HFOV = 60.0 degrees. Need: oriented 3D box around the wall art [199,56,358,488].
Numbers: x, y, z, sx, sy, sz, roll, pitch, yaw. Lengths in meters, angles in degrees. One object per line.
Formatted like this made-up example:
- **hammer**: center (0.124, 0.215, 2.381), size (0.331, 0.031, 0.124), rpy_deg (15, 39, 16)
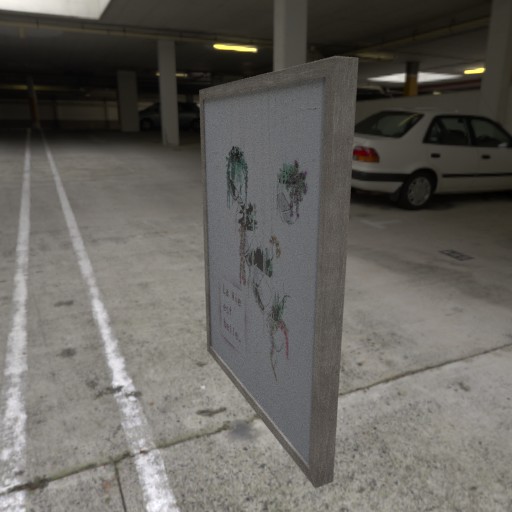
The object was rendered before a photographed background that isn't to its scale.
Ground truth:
- **wall art**: center (0.000, 0.000, 0.698), size (0.032, 0.521, 0.421), rpy_deg (-7, 17, -25)
